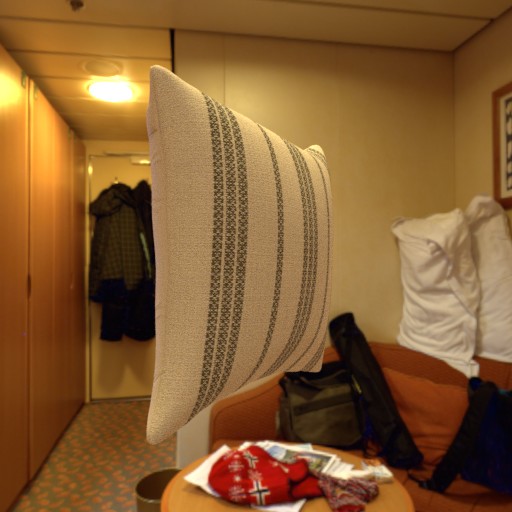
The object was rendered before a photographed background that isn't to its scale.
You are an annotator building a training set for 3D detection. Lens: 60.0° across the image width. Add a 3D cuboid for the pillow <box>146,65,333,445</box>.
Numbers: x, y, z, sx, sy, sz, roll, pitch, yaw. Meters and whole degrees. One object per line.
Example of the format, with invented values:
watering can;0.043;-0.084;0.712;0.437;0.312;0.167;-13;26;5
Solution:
pillow;0.000;0.000;0.634;0.173;0.406;0.405;-1;-1;34
